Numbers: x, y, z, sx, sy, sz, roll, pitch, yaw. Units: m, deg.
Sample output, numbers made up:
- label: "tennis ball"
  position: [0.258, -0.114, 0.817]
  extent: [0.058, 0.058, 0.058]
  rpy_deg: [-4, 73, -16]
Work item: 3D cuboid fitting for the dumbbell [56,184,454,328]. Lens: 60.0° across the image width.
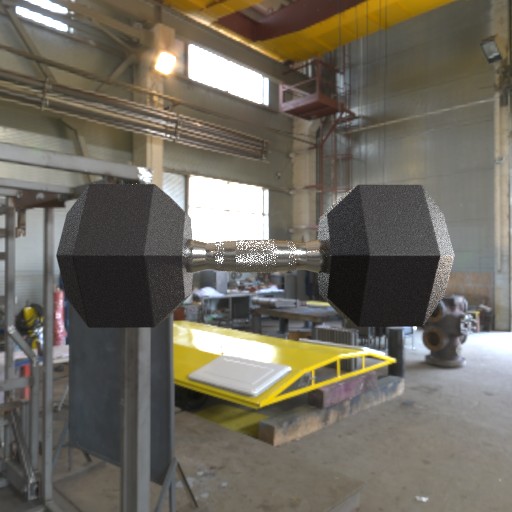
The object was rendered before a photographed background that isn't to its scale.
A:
- label: "dumbbell"
  position: [0.000, 0.000, 0.417]
  extent: [0.337, 0.123, 0.142]
  rpy_deg: [0, 0, -1]
